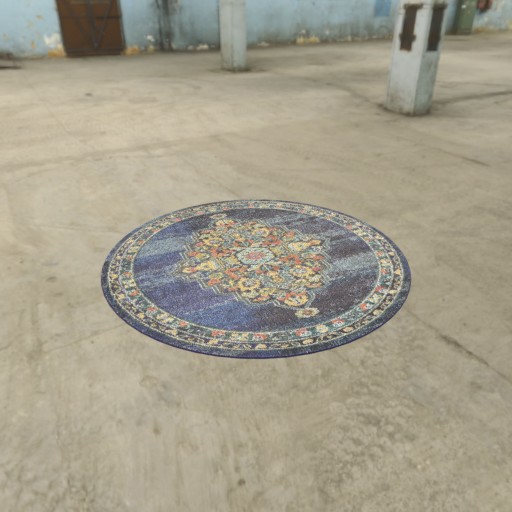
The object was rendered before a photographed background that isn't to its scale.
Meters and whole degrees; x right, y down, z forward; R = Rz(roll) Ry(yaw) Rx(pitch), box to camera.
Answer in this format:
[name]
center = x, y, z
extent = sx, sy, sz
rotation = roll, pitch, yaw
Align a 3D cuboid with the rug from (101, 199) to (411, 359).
[rug]
center = 0.000, 0.000, 3.560
extent = 2.386, 0.014, 2.386
rotation = 0, 29, 0
